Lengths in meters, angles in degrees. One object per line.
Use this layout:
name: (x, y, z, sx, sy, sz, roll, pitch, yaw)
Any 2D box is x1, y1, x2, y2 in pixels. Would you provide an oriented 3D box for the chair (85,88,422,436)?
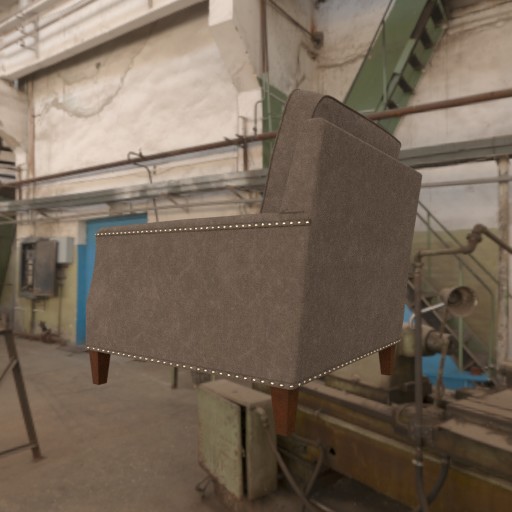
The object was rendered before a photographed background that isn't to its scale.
chair: (0.000, 0.000, 1.701, 1.014, 0.948, 0.853, -1, -1, 36)
